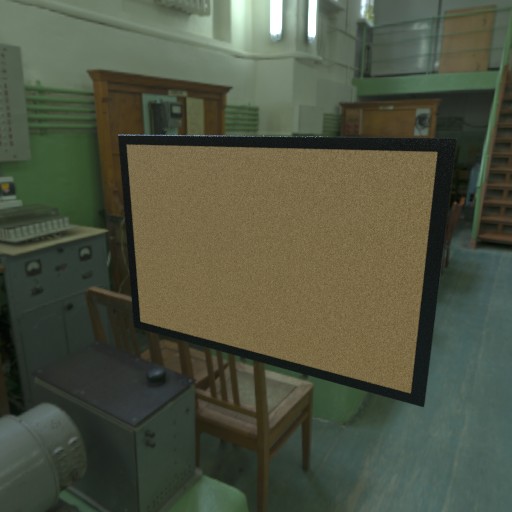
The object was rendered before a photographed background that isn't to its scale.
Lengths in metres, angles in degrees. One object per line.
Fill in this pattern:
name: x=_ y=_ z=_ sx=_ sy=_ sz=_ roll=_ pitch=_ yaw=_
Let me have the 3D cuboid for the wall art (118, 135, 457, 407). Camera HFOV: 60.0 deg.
wall art: x=0.000 y=0.000 z=1.058 sx=0.819 sy=0.552 sz=0.015 roll=9 pitch=18 yaw=27
